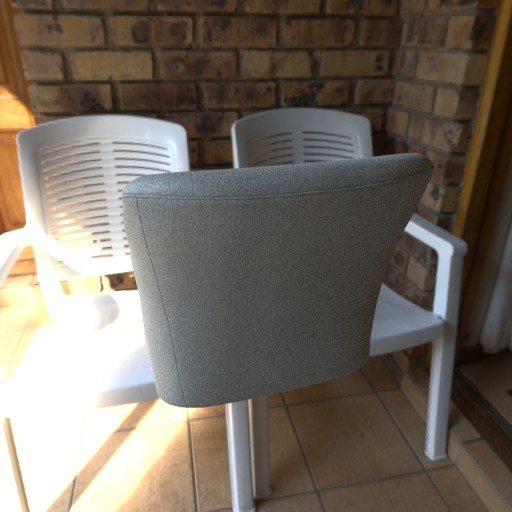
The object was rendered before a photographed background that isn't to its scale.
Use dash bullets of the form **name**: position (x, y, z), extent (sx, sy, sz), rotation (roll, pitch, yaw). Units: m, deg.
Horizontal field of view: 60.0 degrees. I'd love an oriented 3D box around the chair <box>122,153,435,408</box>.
- **chair**: position (0.000, 0.000, 1.574), extent (0.864, 0.856, 0.923), rotation (-8, 27, -16)
